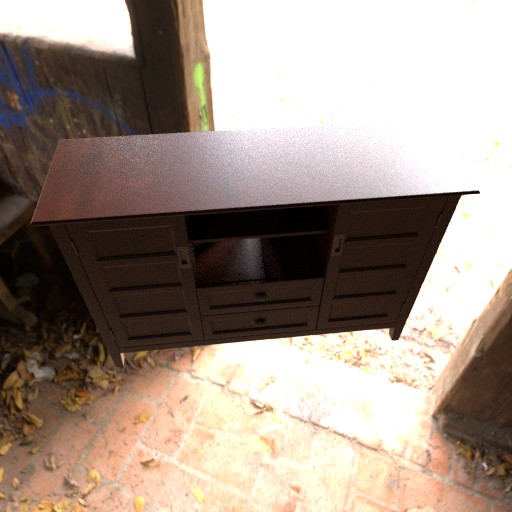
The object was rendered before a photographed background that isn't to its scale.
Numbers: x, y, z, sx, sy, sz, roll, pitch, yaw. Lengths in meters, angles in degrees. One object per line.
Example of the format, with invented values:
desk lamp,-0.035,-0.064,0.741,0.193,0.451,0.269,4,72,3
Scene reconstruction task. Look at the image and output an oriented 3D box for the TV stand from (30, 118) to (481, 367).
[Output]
TV stand,0.000,0.000,1.821,1.372,0.915,0.445,-5,47,-4
